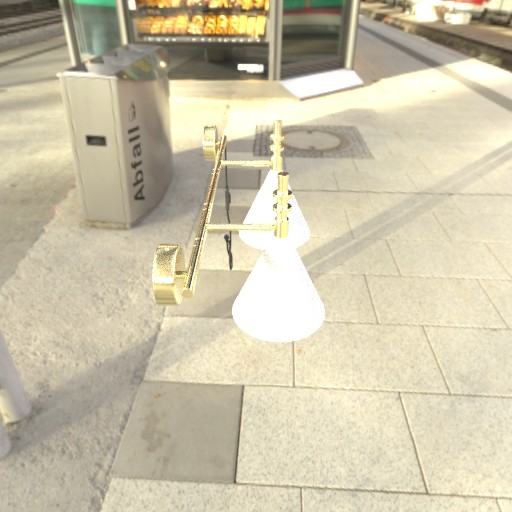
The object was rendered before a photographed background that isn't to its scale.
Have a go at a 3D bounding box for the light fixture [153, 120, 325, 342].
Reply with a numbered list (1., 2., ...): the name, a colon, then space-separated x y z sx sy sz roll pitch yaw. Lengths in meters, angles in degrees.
1. light fixture: 0.000 0.000 0.882 0.239 0.468 0.642 0 32 1
